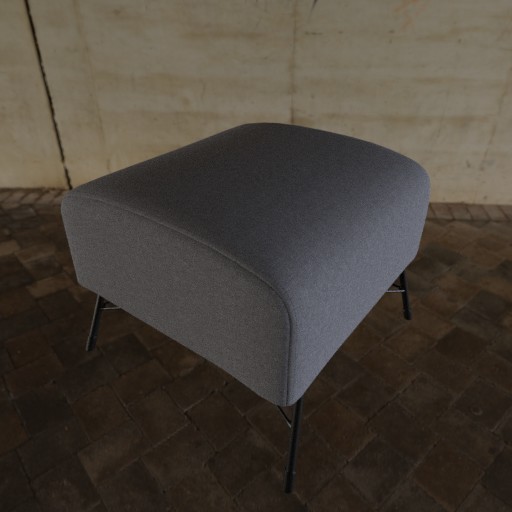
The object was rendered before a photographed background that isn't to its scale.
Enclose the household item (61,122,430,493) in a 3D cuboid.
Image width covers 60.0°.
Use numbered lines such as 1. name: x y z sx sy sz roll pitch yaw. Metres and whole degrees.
1. household item: 0.000 0.000 0.890 0.530 0.410 0.530 22 39 30
